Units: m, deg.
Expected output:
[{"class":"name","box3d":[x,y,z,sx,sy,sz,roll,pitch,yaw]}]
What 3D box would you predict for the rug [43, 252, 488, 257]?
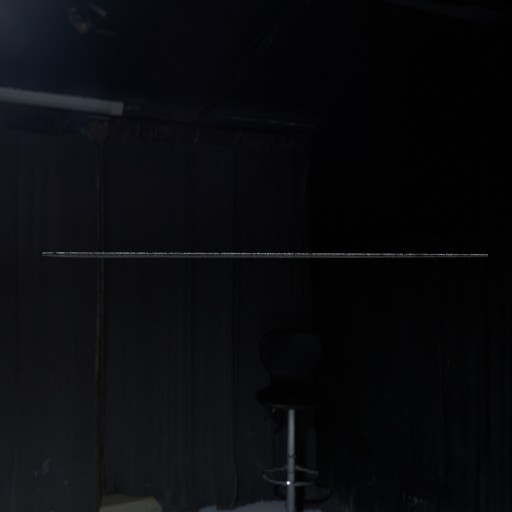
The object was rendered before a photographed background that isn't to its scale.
[{"class":"rug","box3d":[0.000,0.000,2.985,2.444,0.012,1.530,0,0,-20]}]
